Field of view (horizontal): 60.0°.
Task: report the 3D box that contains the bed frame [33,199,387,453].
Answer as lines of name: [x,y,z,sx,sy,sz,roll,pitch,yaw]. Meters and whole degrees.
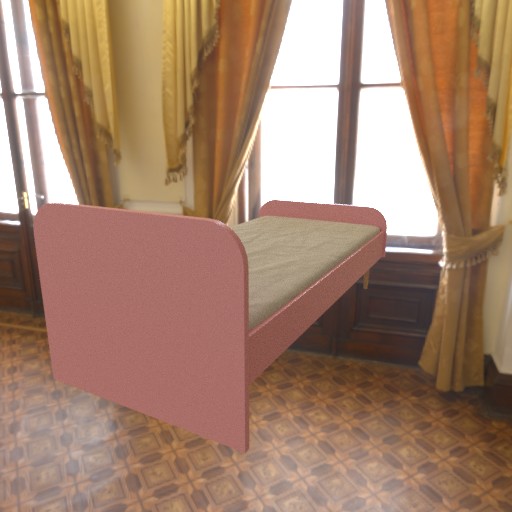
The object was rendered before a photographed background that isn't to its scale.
bed frame: [0.000,0.000,2.483,0.998,0.805,1.963,8,18,28]
